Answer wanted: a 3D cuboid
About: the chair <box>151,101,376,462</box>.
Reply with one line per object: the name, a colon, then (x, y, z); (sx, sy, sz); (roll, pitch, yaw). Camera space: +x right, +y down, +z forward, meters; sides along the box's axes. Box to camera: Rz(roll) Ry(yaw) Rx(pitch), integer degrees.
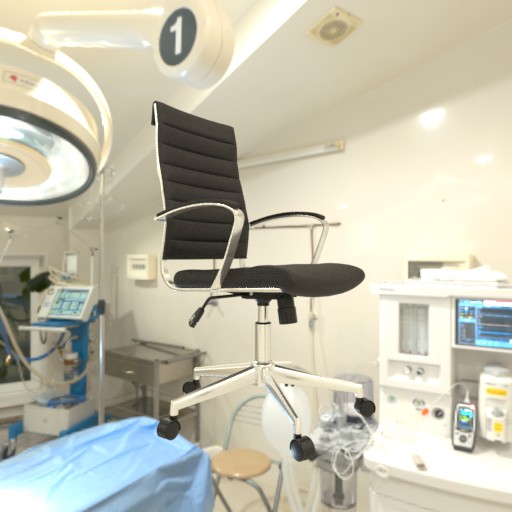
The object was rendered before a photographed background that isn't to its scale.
chair: (0.000, 0.000, 1.625); (0.739, 1.149, 0.766); (0, 0, 38)
